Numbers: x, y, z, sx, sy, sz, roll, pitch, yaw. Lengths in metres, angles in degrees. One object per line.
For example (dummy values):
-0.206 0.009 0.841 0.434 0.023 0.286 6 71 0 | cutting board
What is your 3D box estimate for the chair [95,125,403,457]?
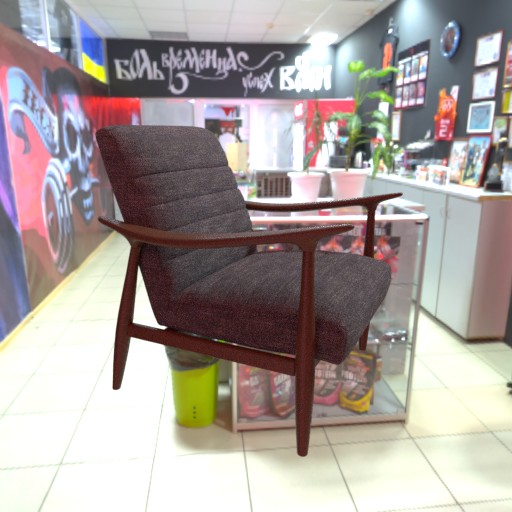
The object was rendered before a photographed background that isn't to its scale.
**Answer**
0.000 0.000 1.450 0.798 0.832 0.741 7 16 25 | chair
